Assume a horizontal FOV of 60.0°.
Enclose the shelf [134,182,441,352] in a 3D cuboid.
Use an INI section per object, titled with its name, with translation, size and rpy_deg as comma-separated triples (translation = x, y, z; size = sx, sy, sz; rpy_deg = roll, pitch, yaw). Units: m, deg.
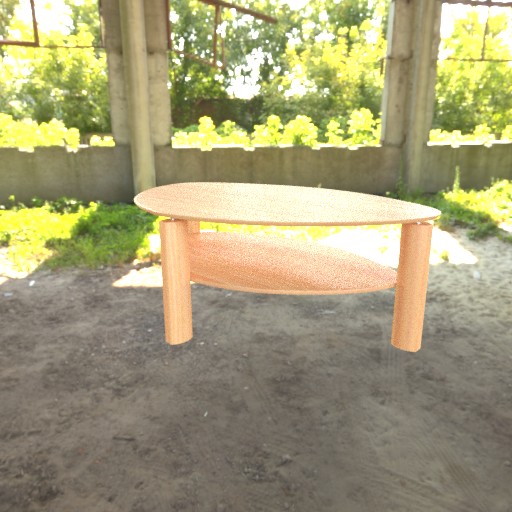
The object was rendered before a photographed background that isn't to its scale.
[shelf]
translation = 0.000, 0.000, 1.682
size = 1.246, 0.440, 0.845
rpy_deg = 15, 21, 43
